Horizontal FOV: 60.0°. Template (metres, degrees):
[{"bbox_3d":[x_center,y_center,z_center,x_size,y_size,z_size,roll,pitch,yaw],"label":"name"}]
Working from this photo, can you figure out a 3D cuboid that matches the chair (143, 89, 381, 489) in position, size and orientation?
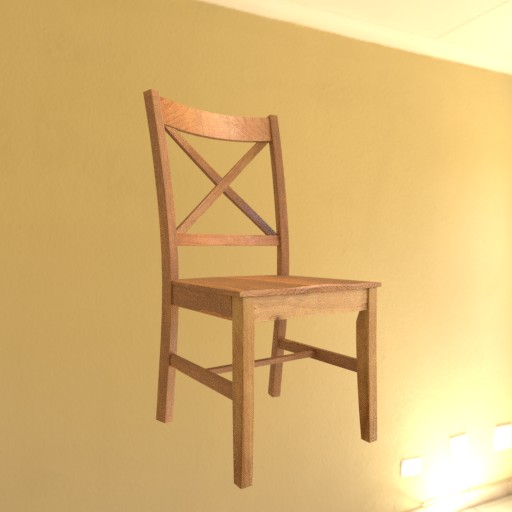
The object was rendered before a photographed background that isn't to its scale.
[{"bbox_3d":[0.000,0.000,1.271,0.485,0.983,0.542,-1,1,-34],"label":"chair"}]
